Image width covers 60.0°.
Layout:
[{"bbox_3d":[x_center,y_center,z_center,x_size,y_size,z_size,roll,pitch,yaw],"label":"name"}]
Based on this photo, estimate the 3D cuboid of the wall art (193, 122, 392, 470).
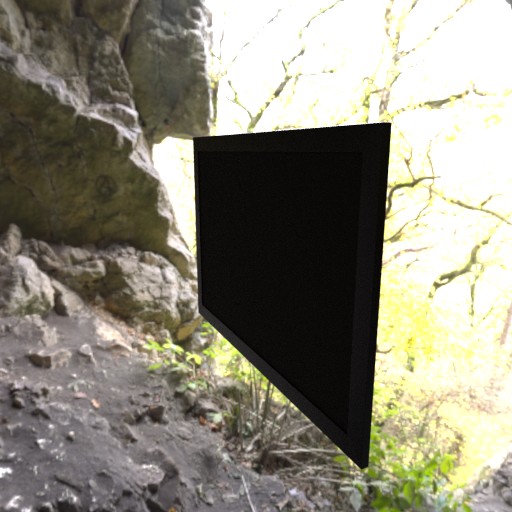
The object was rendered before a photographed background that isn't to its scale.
[{"bbox_3d":[0.000,0.000,0.832,0.013,0.447,0.660,-7,15,-26],"label":"wall art"}]
